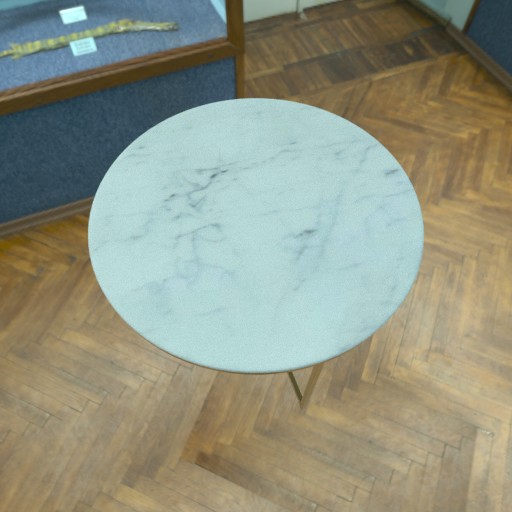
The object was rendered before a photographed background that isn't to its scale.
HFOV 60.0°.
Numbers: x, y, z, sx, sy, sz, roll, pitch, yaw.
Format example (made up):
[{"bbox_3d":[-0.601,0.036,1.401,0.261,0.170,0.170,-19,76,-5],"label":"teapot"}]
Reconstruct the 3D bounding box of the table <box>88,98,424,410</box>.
[{"bbox_3d":[0.000,0.000,1.263,0.800,0.450,0.800,0,59,0],"label":"table"}]
